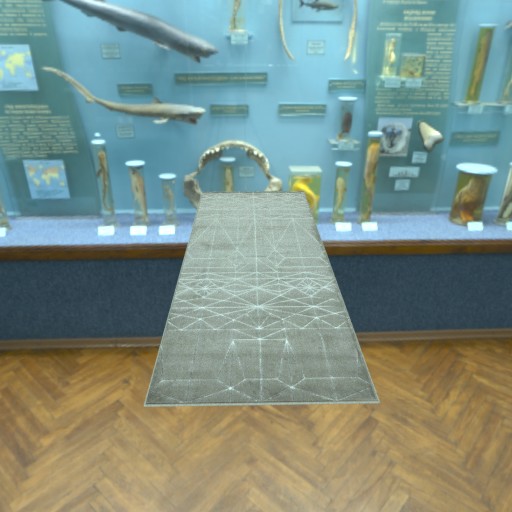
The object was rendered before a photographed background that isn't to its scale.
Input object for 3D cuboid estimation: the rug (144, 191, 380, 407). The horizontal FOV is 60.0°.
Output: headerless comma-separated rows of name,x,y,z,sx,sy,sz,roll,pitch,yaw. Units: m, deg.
rug,0.000,0.000,2.681,0.864,0.012,2.388,-1,27,-1
